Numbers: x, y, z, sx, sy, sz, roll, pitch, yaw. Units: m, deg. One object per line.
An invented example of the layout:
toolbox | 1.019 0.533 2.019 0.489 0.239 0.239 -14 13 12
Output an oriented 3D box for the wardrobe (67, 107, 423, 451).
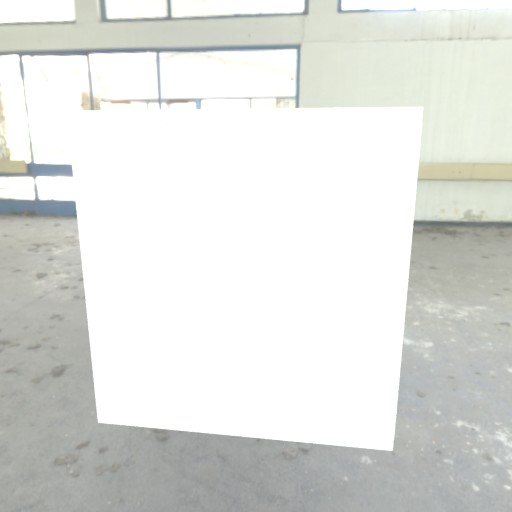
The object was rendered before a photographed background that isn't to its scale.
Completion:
wardrobe | 0.000 0.000 0.866 0.500 0.520 0.400 2 15 8
